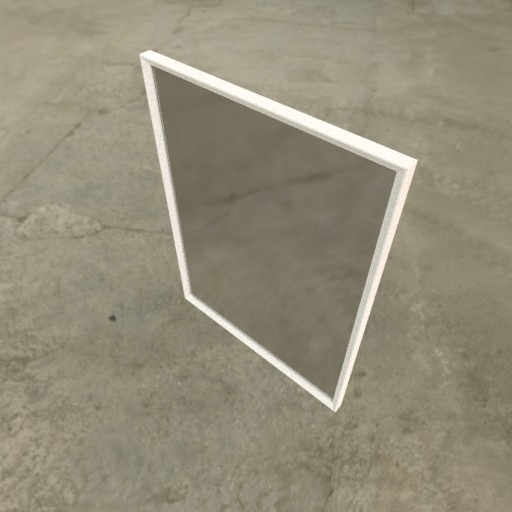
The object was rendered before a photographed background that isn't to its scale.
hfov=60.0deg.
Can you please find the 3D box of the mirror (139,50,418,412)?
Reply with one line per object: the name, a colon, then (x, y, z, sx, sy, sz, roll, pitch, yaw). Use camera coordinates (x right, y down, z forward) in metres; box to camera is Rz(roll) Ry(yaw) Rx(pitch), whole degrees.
mirror: (0.000, 0.000, 1.348, 0.762, 1.016, 0.041, 32, 54, 27)
